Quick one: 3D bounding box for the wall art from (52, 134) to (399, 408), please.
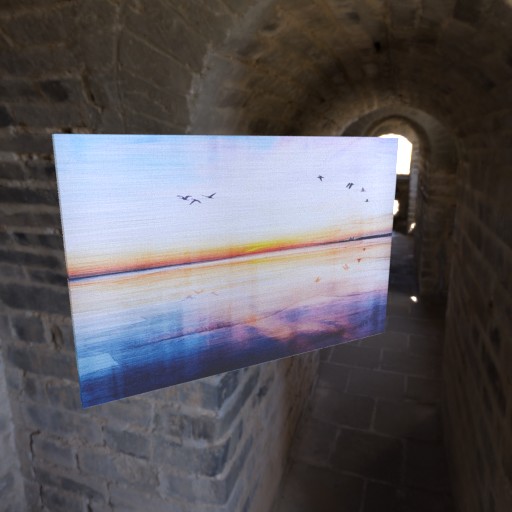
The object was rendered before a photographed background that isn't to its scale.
[{"bbox_3d":[0.000,0.000,1.158,0.911,0.605,0.037,-7,16,-27],"label":"wall art"}]
